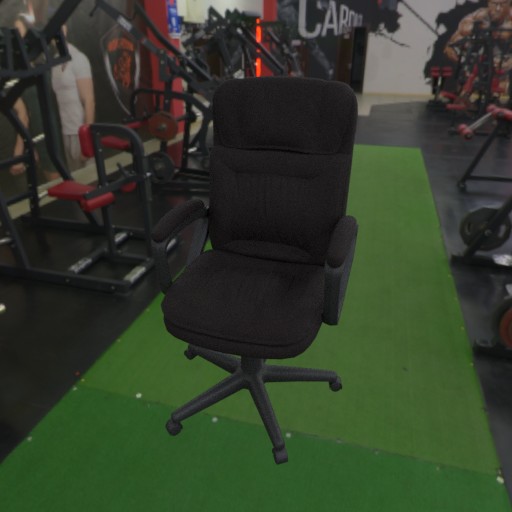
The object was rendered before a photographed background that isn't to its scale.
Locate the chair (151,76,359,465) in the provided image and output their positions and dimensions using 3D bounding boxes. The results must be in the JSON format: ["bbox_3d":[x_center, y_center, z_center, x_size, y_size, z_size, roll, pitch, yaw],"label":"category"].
[{"bbox_3d":[0.000,0.000,1.520,0.667,1.105,0.724,8,27,16],"label":"chair"}]
